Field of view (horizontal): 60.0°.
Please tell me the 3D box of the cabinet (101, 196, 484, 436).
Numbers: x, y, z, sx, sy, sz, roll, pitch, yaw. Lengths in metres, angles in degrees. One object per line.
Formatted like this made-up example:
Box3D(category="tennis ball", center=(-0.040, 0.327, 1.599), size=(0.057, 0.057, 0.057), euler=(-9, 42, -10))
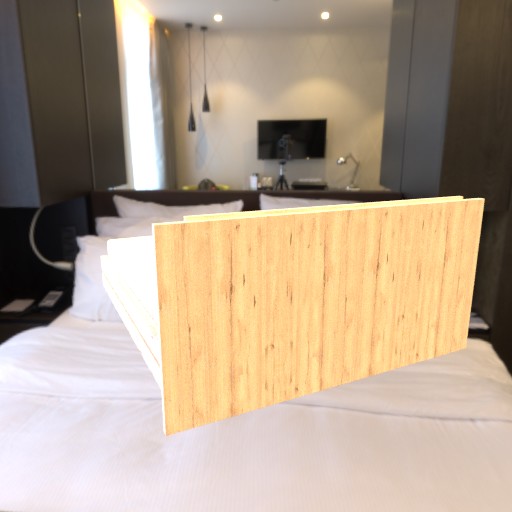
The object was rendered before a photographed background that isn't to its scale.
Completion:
Box3D(category="cabinet", center=(0.000, 0.000, 3.185), size=(1.950, 0.970, 2.080), euler=(-7, 16, -26))
